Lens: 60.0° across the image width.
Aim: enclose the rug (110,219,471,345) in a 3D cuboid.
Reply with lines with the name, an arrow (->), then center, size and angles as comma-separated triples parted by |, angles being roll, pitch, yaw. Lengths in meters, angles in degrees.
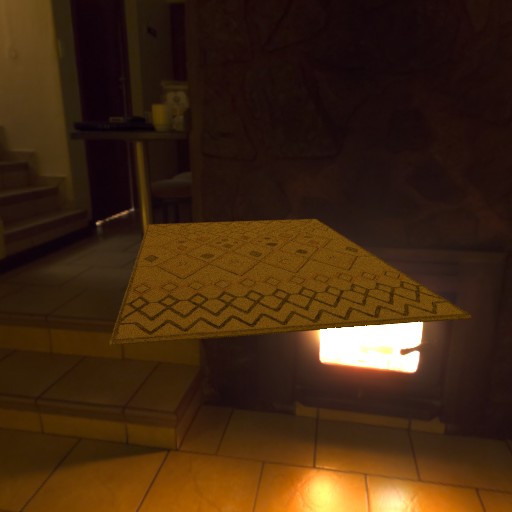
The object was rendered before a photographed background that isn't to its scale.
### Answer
rug -> 0.000, 0.000, 2.317 | 1.219, 0.016, 1.829 | -3, 16, -9
